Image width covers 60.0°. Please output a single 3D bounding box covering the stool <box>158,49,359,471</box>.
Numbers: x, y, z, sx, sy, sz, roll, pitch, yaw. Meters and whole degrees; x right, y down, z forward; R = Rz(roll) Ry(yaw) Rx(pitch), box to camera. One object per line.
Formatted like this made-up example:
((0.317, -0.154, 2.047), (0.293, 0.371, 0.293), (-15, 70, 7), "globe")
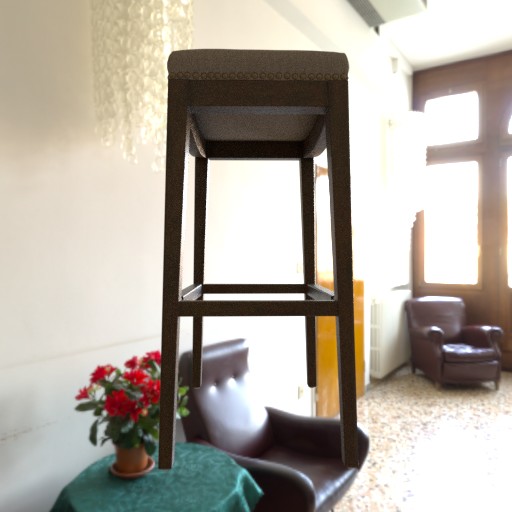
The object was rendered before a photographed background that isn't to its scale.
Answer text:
((0.000, 0.000, 1.037), (0.356, 0.762, 0.508), (0, 0, -1), "stool")
